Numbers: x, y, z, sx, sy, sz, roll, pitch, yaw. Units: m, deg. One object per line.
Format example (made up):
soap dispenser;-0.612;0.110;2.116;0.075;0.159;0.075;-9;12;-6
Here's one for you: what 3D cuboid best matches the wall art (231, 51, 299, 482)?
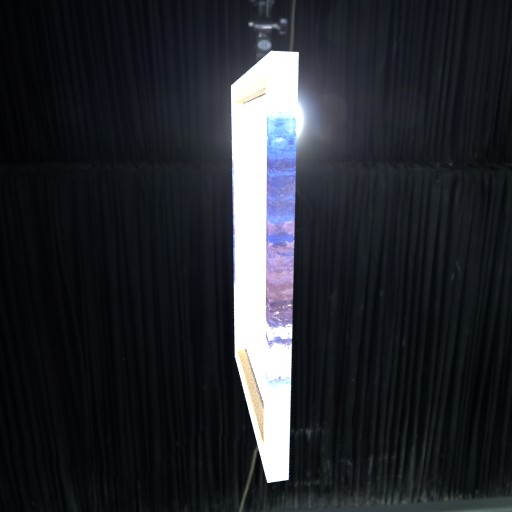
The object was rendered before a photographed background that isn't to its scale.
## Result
wall art;0.000;0.000;1.139;0.048;0.874;0.583;-3;16;-9
